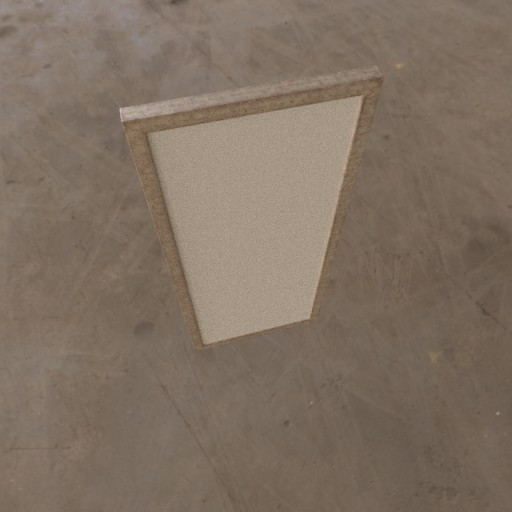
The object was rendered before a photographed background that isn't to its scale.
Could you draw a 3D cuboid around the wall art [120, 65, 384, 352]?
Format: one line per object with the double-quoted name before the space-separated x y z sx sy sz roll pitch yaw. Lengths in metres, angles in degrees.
"wall art" 0.000 0.000 1.683 0.648 1.461 0.051 -13 58 -8
